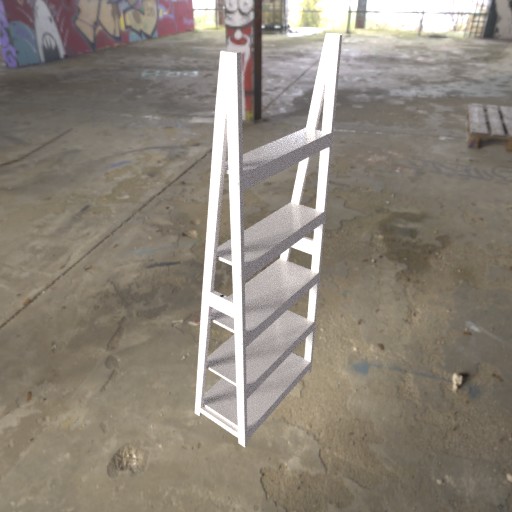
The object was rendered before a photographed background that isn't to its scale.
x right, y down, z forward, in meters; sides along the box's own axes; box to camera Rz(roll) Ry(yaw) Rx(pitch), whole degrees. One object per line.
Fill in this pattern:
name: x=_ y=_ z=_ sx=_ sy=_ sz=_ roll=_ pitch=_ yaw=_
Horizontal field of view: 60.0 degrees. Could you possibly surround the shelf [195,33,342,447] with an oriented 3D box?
shelf: x=0.000 y=0.000 z=2.013 sx=0.341 sy=1.779 sz=0.636 roll=22 pitch=38 yaw=31
